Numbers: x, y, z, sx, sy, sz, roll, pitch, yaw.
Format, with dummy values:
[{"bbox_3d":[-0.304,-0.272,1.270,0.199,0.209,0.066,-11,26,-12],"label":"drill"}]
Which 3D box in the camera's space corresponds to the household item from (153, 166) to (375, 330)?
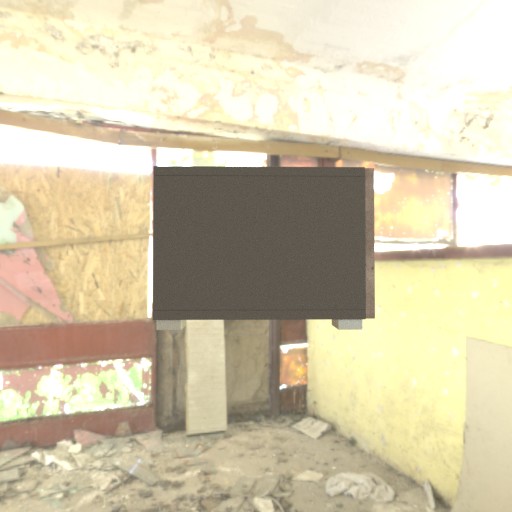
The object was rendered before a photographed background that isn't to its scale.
[{"bbox_3d":[0.000,0.000,1.537,0.420,0.310,1.400,0,-1,-1],"label":"household item"}]
